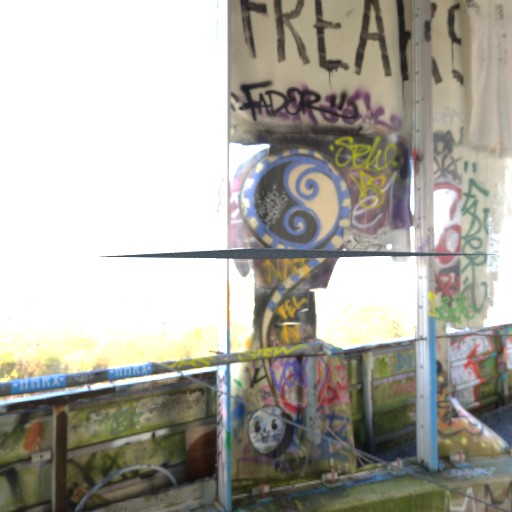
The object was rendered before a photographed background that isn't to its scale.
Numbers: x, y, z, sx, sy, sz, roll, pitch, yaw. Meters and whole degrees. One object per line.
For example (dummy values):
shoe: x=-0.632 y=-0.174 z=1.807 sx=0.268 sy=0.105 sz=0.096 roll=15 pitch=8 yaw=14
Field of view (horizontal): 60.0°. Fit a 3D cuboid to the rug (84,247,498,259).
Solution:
rug: x=0.000 y=0.000 z=2.080 sx=1.190 sy=0.003 sz=1.634 roll=1 pitch=-1 yaw=-35
